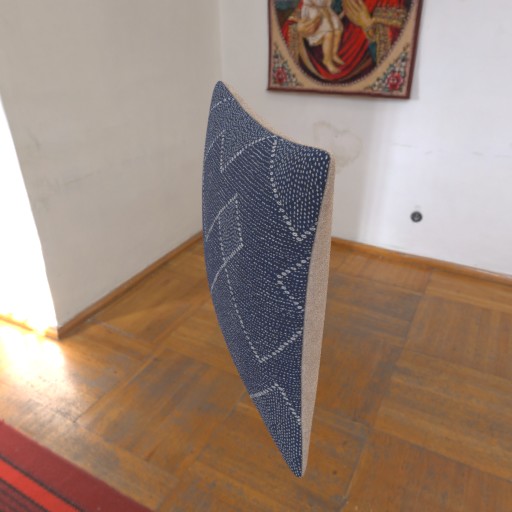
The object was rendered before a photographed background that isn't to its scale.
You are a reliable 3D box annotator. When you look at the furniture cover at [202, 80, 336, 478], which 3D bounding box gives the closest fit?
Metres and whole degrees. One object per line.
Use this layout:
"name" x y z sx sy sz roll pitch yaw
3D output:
"furniture cover" 0.000 0.000 0.764 0.162 0.503 0.511 -8 30 -14
